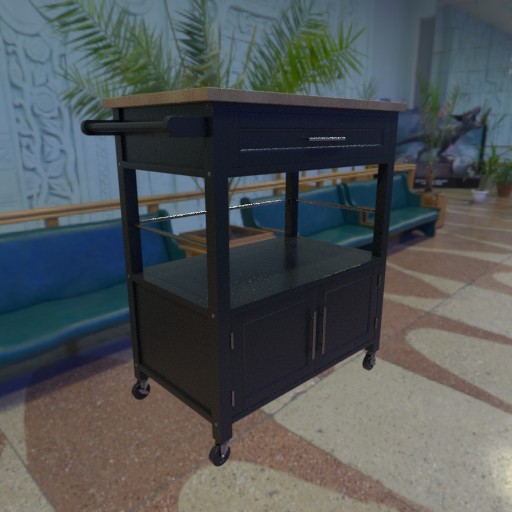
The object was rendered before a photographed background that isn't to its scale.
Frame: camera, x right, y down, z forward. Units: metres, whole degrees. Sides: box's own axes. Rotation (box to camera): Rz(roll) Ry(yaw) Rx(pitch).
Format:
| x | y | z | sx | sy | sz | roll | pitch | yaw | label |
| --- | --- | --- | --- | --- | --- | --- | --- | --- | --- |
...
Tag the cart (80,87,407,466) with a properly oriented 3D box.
| x | y | z | sx | sy | sz | roll | pitch | yaw | label |
| --- | --- | --- | --- | --- | --- | --- | --- | --- | --- |
| 0.000 | 0.000 | 1.358 | 0.840 | 0.901 | 0.459 | -14 | 21 | -41 | cart |
